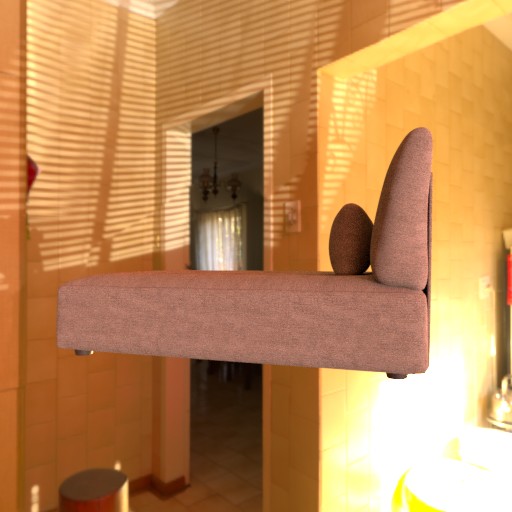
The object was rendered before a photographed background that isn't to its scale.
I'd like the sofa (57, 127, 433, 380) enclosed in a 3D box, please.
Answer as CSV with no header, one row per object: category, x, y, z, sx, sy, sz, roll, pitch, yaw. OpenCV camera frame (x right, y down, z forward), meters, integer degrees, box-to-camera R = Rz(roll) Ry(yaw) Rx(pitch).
sofa,0.000,0.000,2.020,1.450,0.820,0.930,0,0,18
